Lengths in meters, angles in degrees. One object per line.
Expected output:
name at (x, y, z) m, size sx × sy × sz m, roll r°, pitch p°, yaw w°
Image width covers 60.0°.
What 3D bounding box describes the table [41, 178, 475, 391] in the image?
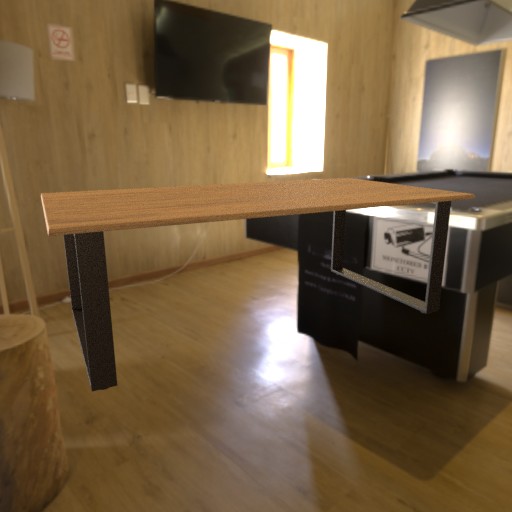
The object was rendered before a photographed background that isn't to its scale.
table at (0.000, 0.000, 1.585) m, size 1.331 × 0.445 × 0.693 m, roll -7°, pitch 17°, yaw -25°
